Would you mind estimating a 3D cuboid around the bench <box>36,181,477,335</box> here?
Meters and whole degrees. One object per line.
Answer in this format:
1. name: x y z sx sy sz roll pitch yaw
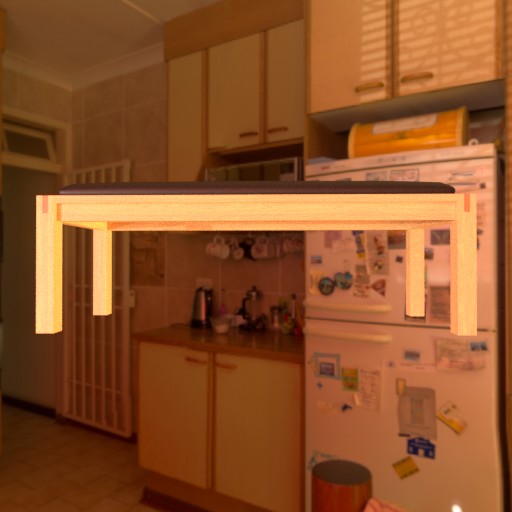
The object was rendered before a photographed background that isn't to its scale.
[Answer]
1. bench: 0.000 0.000 1.432 1.202 0.430 0.450 0 0 2
